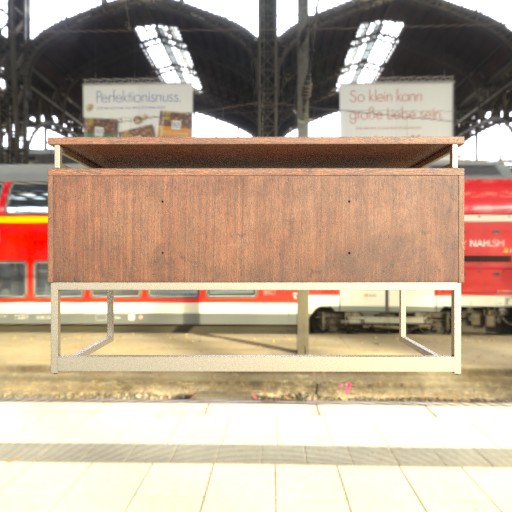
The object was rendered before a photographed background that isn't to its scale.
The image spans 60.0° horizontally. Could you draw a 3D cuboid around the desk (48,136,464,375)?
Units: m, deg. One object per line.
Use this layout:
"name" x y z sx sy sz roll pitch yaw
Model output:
"desk" 0.000 0.000 1.776 1.384 0.792 0.610 0 0 0
